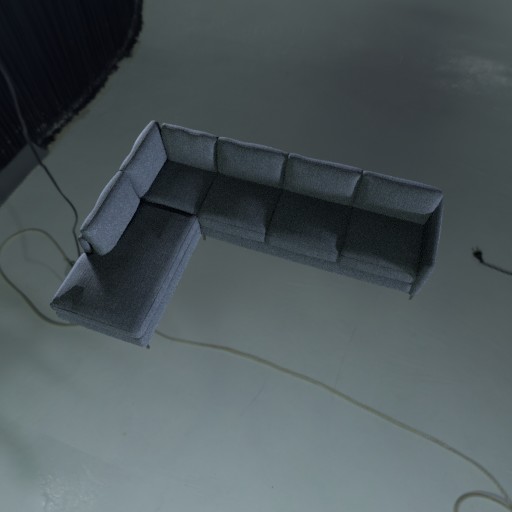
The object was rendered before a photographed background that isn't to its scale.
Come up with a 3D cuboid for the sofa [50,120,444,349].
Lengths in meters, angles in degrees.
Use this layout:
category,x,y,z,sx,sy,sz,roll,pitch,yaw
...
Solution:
category,x,y,z,sx,sy,sz,roll,pitch,yaw
sofa,0.000,0.000,3.874,2.949,0.815,2.007,16,60,9
